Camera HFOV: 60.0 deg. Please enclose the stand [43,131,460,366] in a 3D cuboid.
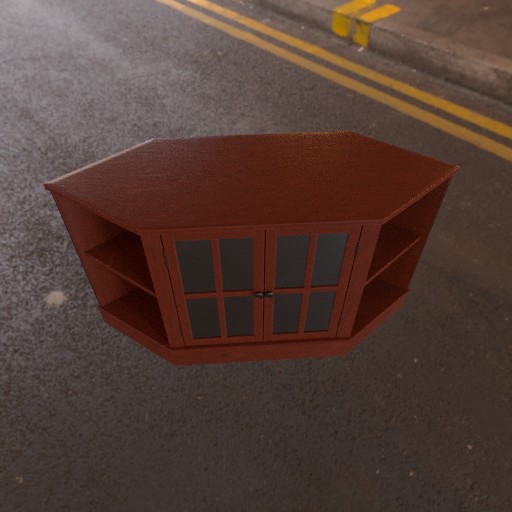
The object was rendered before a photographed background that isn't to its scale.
[{"bbox_3d":[0.000,0.000,1.361,1.072,0.614,0.381,-3,47,-3],"label":"stand"}]
